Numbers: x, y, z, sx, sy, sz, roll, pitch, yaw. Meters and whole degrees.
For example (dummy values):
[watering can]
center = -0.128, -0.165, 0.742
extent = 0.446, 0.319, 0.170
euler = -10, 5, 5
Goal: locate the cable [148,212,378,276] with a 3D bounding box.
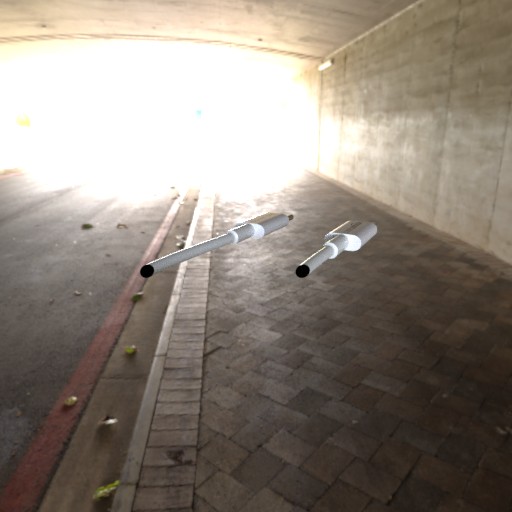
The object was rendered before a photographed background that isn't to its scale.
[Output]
[cable]
center = 0.000, 0.000, 0.112
extent = 0.041, 0.005, 0.098
euler = 9, 19, 27
